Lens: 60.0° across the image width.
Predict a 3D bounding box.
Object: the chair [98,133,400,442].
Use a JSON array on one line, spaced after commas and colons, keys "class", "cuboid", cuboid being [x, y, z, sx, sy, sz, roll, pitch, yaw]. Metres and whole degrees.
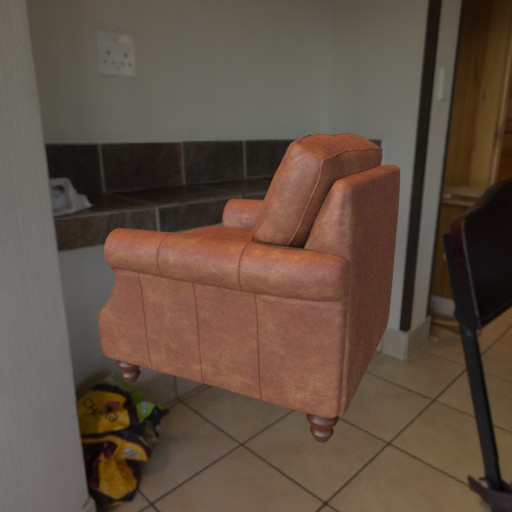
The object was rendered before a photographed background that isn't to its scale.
[{"class": "chair", "cuboid": [0.000, 0.000, 1.802, 0.986, 0.962, 0.983, 8, 17, 25]}]
